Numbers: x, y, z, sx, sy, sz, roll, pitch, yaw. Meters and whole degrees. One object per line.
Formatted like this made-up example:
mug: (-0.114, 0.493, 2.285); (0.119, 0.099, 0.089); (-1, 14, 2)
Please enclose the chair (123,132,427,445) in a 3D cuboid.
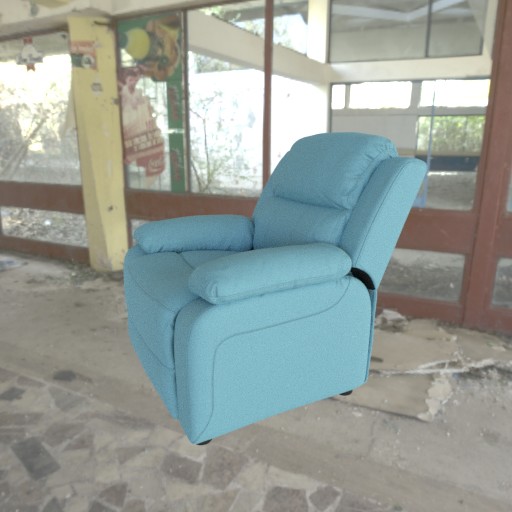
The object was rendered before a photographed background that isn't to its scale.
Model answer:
chair: (0.000, 0.000, 1.296); (0.709, 0.702, 0.680); (-7, 16, -27)
